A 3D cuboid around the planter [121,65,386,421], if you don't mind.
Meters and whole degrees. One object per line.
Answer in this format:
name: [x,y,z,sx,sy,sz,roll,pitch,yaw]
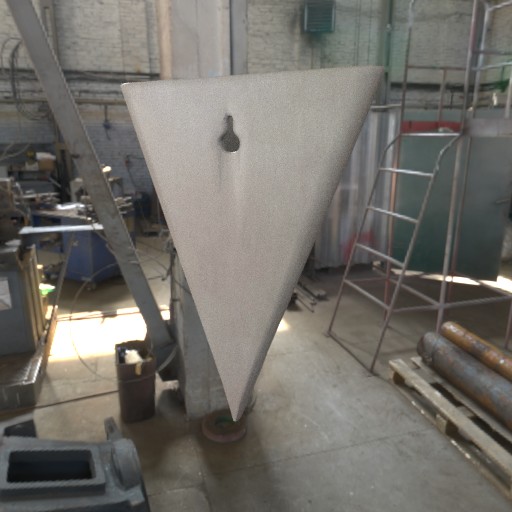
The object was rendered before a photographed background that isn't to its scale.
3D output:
planter: [0.000,0.000,0.268,0.150,0.197,0.060,8,17,27]
